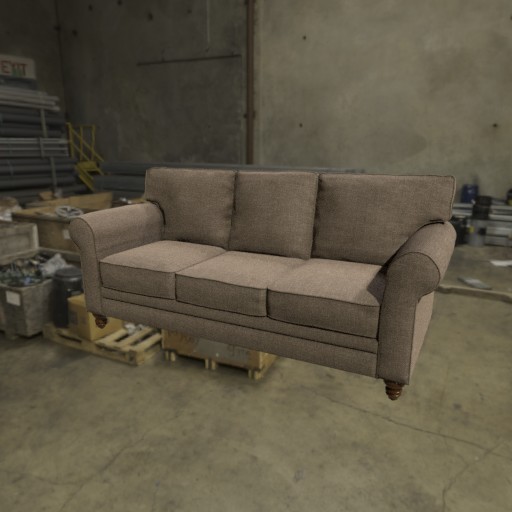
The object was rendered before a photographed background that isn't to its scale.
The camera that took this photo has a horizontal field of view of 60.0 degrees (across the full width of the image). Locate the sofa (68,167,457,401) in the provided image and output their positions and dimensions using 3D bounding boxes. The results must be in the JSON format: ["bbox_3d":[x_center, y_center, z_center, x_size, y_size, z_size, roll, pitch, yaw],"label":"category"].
[{"bbox_3d":[0.000,0.000,2.580,2.084,0.961,0.916,7,16,26],"label":"sofa"}]
